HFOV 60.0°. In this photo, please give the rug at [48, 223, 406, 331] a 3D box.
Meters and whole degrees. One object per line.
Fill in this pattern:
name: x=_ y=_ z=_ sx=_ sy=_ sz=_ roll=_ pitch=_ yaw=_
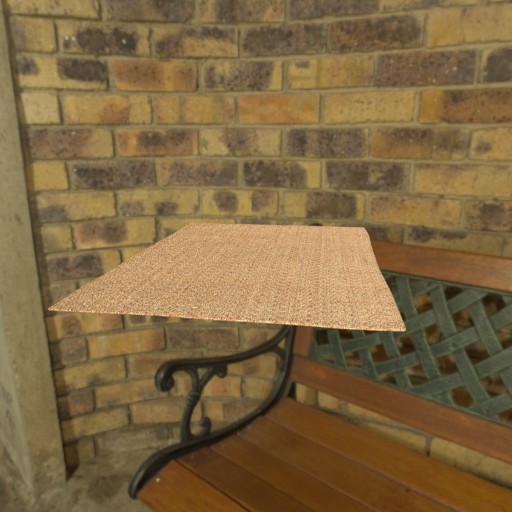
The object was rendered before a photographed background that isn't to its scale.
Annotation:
rug: x=0.000 y=0.000 z=2.862 sx=1.566 sy=0.013 sz=2.141 roll=2 pitch=15 yaw=8
